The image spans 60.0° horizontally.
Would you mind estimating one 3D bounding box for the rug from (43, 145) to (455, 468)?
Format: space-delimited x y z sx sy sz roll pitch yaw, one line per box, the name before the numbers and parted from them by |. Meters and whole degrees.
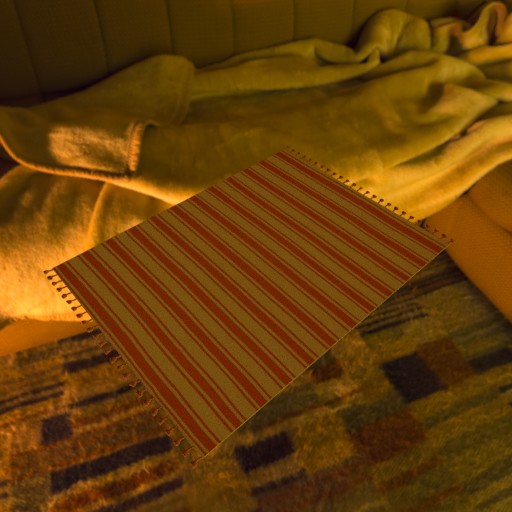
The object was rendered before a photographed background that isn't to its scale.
rug | 0.000 0.000 4.449 3.369 0.035 2.451 -33 54 -28
